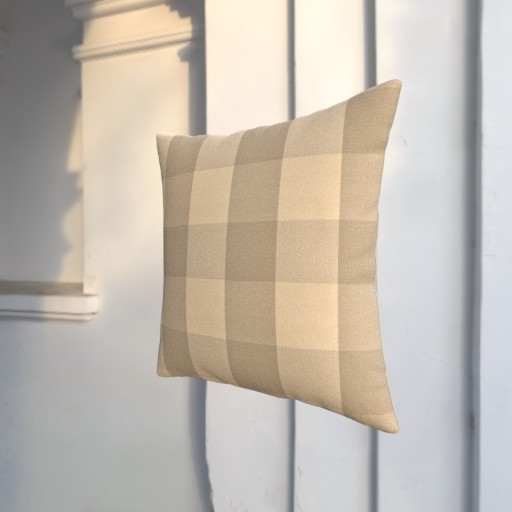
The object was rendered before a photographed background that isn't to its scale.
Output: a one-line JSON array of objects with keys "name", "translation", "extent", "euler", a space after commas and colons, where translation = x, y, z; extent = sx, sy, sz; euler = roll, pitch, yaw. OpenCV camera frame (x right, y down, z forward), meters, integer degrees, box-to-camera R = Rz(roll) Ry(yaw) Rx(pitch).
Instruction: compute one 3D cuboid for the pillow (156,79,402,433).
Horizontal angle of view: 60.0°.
[{"name": "pillow", "translation": [0.000, 0.000, 0.782], "extent": [0.511, 0.509, 0.161], "euler": [1, 1, 36]}]
